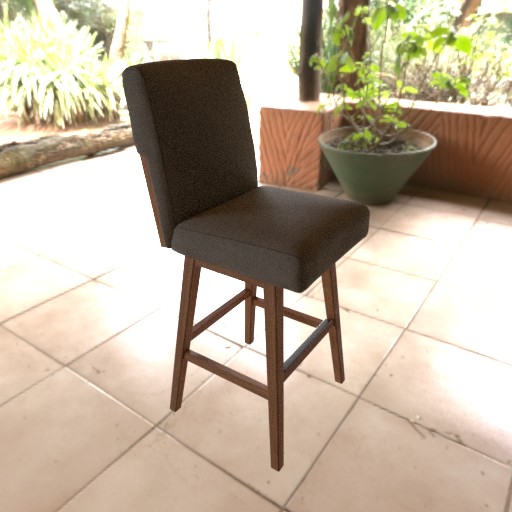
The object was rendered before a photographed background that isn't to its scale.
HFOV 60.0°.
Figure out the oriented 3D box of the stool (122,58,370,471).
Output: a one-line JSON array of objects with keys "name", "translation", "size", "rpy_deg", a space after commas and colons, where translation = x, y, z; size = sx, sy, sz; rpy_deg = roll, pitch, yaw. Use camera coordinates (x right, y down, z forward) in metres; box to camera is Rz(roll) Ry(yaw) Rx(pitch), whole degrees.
[{"name": "stool", "translation": [0.000, 0.000, 1.382], "size": [0.570, 1.112, 0.483], "rpy_deg": [17, 31, 30]}]
